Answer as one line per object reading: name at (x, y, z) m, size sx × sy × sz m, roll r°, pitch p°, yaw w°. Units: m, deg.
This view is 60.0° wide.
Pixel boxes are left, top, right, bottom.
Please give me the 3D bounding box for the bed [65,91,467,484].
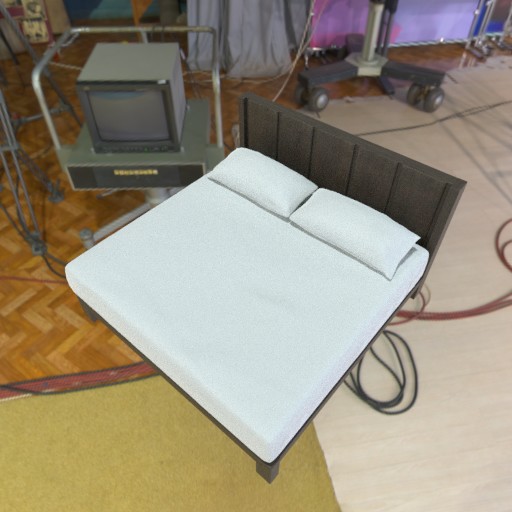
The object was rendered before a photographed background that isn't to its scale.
bed at (0.000, 0.000, 3.578) m, size 2.143 × 1.261 × 2.238 m, roll 32°, pitch 55°, yaw 27°
